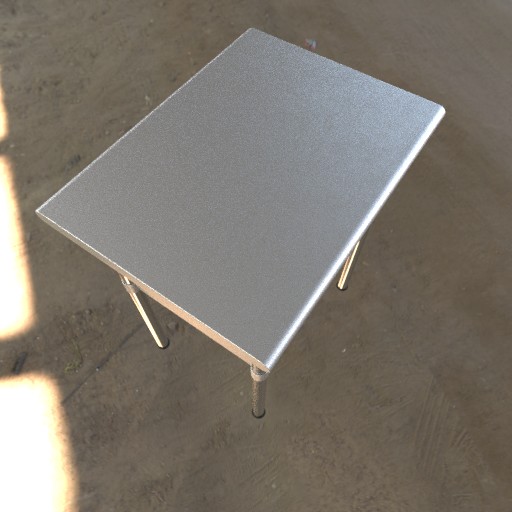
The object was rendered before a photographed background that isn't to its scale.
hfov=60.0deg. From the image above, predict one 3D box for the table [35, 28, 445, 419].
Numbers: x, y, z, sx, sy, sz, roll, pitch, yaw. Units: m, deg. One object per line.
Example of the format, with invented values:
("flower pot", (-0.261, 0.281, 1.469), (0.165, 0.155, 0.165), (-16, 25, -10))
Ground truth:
("table", (0.000, 0.000, 1.354), (0.584, 0.876, 0.762), (31, 64, 17))
